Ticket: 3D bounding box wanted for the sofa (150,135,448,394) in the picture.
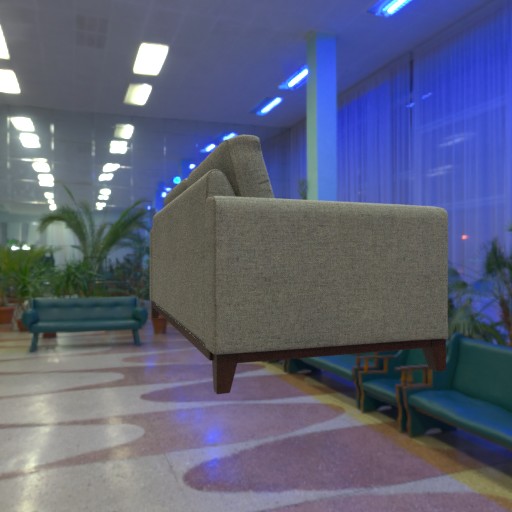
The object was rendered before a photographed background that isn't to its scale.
[{"bbox_3d":[0.000,0.000,2.474,0.969,0.892,1.978,0,0,-19],"label":"sofa"}]
